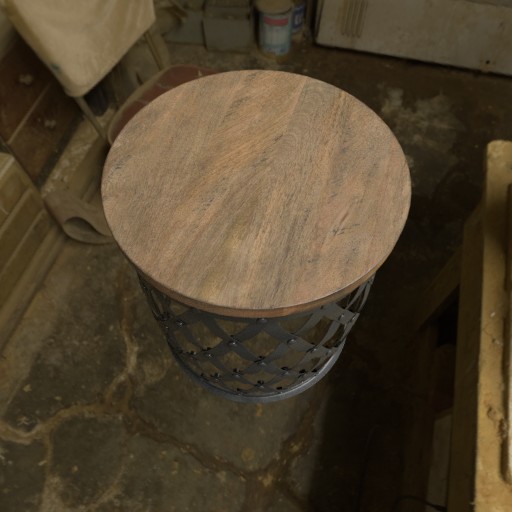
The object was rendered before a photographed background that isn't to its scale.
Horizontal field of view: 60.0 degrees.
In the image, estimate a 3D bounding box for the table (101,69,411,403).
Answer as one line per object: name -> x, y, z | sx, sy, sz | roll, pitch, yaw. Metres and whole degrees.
table -> 0.000, 0.000, 0.780 | 0.405, 0.454, 0.405 | 0, 59, 0
